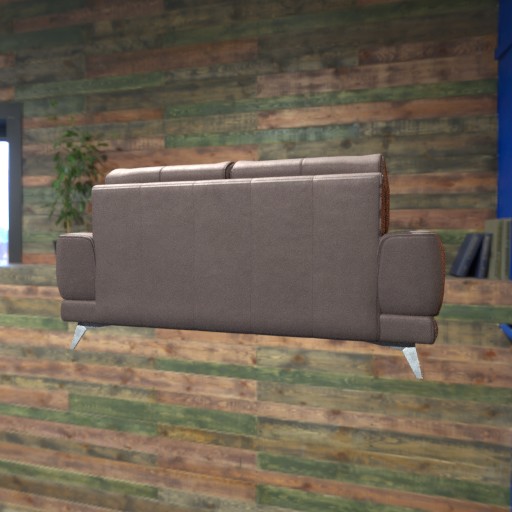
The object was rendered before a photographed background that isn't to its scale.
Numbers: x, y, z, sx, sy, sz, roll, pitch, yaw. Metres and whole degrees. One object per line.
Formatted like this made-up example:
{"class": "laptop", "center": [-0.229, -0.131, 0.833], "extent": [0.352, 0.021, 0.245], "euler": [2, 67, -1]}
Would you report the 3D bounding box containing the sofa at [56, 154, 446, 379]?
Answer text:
{"class": "sofa", "center": [0.000, 0.000, 2.381], "extent": [1.806, 0.907, 1.018], "euler": [1, 2, 17]}
